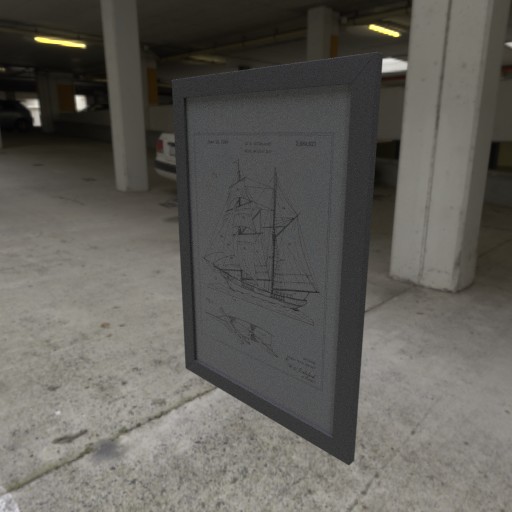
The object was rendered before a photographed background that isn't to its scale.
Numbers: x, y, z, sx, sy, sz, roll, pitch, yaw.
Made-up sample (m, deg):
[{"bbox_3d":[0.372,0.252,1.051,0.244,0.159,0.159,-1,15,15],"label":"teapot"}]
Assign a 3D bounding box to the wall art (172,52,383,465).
[{"bbox_3d":[0.000,0.000,0.682,0.380,0.534,0.013,15,21,43],"label":"wall art"}]
